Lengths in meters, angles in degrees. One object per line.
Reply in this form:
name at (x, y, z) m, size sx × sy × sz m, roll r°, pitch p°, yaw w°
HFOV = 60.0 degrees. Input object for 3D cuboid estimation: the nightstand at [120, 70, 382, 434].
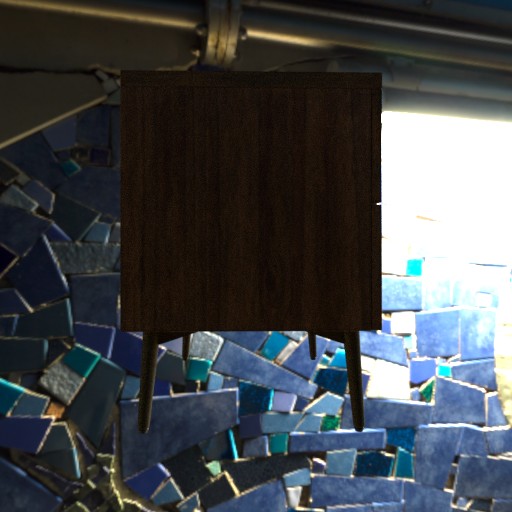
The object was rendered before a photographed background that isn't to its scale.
nightstand at (0.000, 0.000, 1.036) m, size 0.458 × 0.610 × 0.610 m, roll 0°, pitch 0°, yaw -1°
